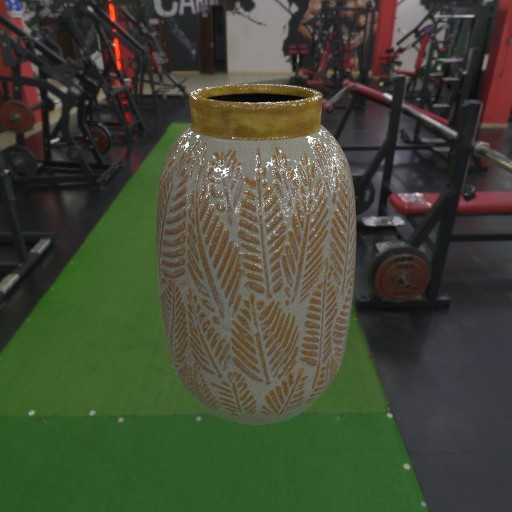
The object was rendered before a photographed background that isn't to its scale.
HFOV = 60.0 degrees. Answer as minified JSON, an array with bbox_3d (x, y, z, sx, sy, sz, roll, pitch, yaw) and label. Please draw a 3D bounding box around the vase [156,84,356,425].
[{"bbox_3d":[0.000,0.000,0.386,0.172,0.270,0.172,0,28,0],"label":"vase"}]
